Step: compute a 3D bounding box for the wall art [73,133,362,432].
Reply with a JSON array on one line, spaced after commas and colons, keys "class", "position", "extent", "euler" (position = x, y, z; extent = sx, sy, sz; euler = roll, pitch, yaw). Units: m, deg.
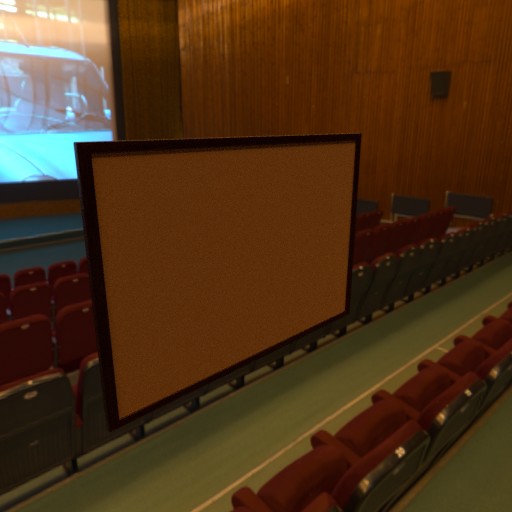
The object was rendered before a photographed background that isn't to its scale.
[{"class": "wall art", "position": [0.000, 0.000, 1.073], "extent": [0.816, 0.559, 0.014], "euler": [-16, 23, -41]}]
